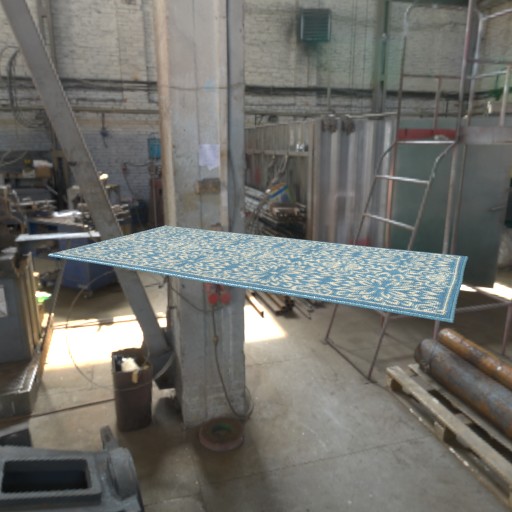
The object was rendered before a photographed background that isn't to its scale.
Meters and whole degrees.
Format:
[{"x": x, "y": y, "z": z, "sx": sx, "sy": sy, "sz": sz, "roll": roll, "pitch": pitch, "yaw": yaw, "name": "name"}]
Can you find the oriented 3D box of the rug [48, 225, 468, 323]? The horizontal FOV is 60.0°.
[{"x": 0.000, "y": 0.000, "z": 1.433, "sx": 1.219, "sy": 0.007, "sz": 0.604, "roll": 7, "pitch": 16, "yaw": 27, "name": "rug"}]
